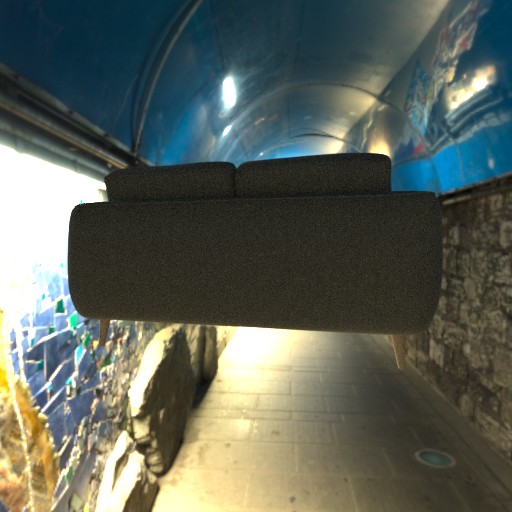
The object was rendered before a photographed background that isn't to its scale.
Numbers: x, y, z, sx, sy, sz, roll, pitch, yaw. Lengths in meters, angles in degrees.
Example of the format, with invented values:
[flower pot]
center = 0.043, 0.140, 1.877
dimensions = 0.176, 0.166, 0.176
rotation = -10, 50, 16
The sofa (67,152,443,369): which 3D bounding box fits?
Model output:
[sofa]
center = 0.000, 0.000, 2.241
dimensions = 1.700, 0.870, 0.920
rotation = 0, 1, 17
